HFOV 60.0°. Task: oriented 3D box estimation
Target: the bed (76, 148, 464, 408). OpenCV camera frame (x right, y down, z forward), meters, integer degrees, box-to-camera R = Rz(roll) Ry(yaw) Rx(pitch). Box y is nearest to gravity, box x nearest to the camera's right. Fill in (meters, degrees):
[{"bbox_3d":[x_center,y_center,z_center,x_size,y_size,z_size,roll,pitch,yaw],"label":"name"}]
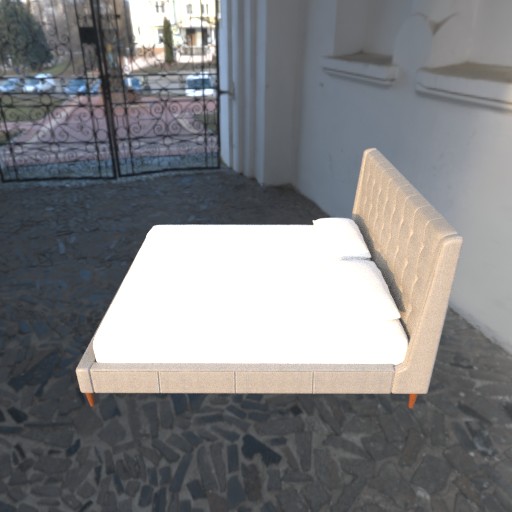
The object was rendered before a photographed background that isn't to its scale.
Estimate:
[{"bbox_3d":[0.000,0.000,3.635,2.342,1.289,2.062,0,27,0],"label":"bed"}]
